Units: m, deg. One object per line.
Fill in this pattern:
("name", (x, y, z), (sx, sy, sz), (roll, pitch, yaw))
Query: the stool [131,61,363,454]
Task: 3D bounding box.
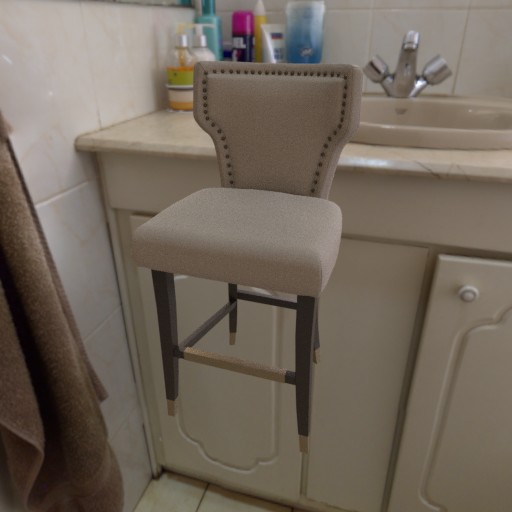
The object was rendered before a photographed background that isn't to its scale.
("stool", (0.000, 0.000, 1.381), (0.526, 1.092, 0.563), (9, 28, 17))
